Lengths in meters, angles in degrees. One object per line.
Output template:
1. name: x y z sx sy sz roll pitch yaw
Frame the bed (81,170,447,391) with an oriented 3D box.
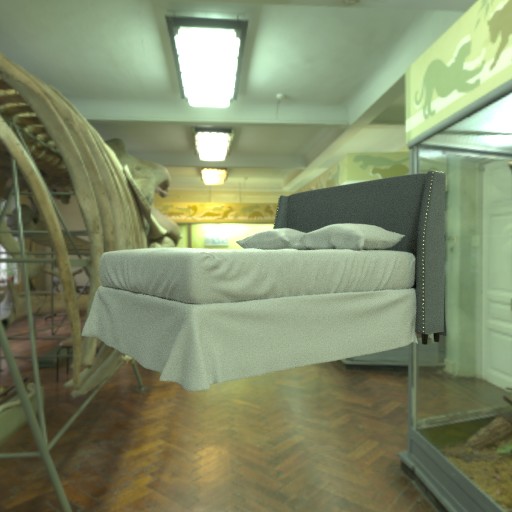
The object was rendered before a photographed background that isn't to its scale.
1. bed: 0.000 0.000 3.535 2.276 1.332 1.925 0 1 -35
